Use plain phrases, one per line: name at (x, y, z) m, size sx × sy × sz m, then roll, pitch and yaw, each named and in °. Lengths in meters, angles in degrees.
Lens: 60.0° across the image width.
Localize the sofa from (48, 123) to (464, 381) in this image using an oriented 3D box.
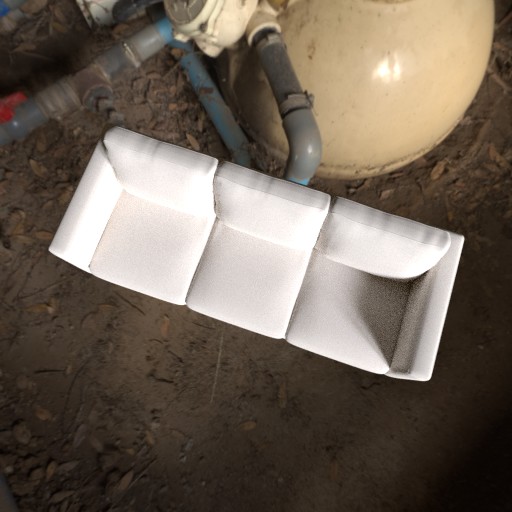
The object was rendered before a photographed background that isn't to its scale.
sofa at (0.000, 0.000, 2.516) m, size 2.029 × 0.912 × 0.802 m, roll 18°, pitch 77°, yaw 4°
